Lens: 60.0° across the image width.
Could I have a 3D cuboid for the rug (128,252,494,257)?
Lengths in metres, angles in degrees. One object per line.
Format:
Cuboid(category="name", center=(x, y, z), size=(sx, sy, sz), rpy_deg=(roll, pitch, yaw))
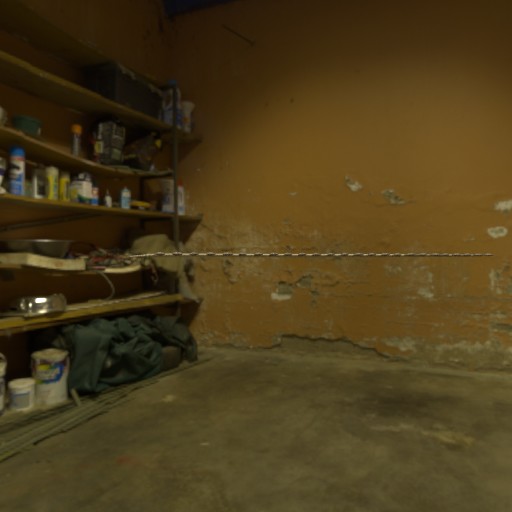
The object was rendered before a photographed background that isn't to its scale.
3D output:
Cuboid(category="rug", center=(0.000, 0.000, 2.978), size=(1.563, 0.014, 2.425), rpy_deg=(0, 0, -18))
